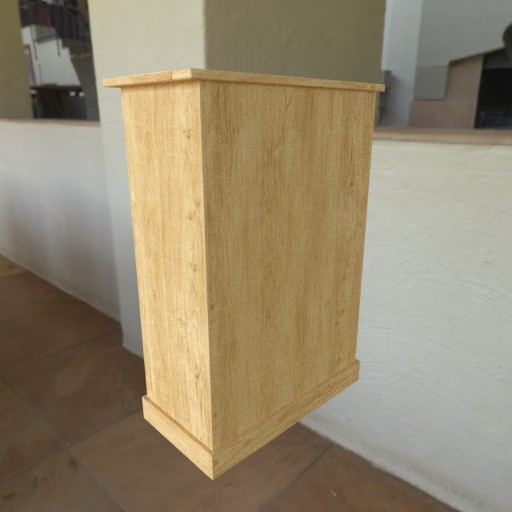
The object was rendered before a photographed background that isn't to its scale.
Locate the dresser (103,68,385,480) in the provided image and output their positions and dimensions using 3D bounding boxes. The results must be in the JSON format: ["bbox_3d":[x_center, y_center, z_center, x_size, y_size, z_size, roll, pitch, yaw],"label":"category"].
[{"bbox_3d":[0.000,0.000,1.765,0.915,1.300,0.485,-16,24,-41],"label":"dresser"}]
